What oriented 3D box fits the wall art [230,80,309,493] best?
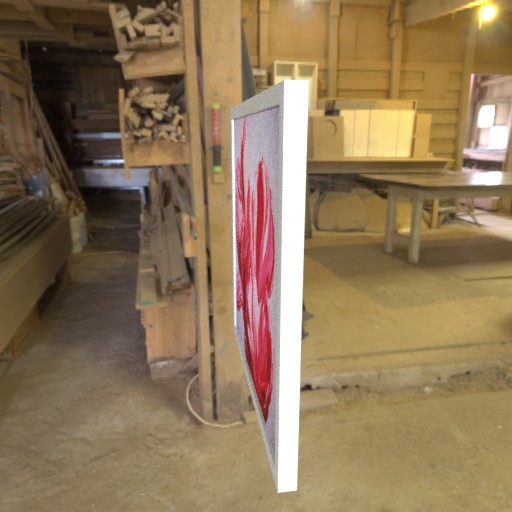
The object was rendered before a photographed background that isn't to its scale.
[{"bbox_3d":[0.000,0.000,0.679,0.023,0.453,0.455,-2,15,-9],"label":"wall art"}]
